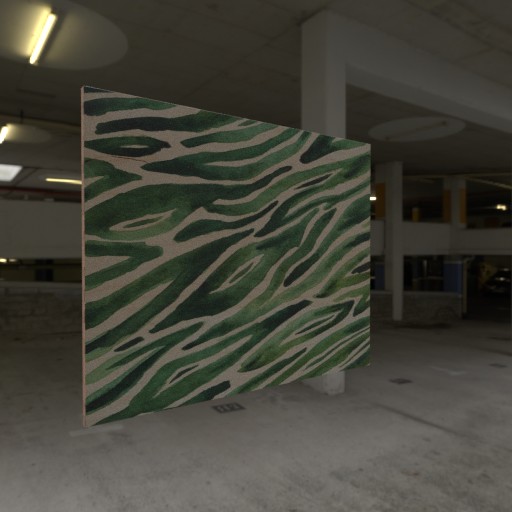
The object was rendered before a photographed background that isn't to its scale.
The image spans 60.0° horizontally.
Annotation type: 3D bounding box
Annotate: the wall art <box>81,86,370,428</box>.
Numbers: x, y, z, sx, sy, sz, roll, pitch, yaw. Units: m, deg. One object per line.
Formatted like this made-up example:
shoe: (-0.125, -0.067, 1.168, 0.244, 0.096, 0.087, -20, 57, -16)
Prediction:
wall art: (0.000, 0.000, 0.679, 0.508, 0.408, 0.012, -1, 1, -35)
